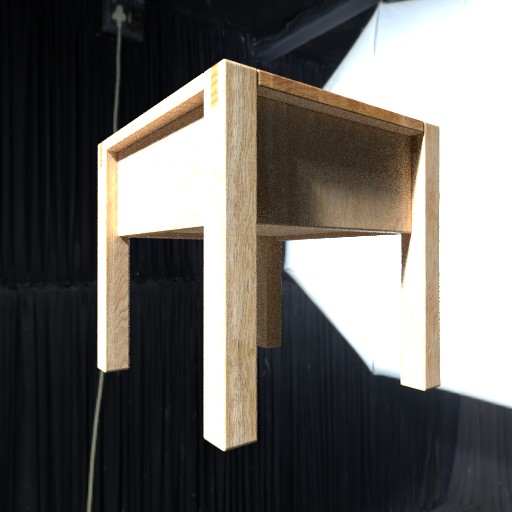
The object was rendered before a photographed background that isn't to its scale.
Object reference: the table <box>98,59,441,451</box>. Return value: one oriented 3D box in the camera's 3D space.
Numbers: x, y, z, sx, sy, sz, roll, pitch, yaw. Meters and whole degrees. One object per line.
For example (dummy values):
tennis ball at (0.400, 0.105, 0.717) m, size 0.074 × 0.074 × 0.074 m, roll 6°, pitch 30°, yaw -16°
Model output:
table at (0.000, 0.000, 0.829) m, size 0.440 × 0.450 × 0.480 m, roll 0°, pitch 0°, yaw -36°
